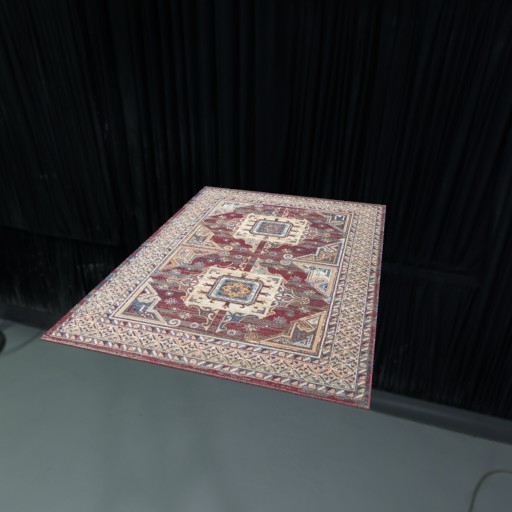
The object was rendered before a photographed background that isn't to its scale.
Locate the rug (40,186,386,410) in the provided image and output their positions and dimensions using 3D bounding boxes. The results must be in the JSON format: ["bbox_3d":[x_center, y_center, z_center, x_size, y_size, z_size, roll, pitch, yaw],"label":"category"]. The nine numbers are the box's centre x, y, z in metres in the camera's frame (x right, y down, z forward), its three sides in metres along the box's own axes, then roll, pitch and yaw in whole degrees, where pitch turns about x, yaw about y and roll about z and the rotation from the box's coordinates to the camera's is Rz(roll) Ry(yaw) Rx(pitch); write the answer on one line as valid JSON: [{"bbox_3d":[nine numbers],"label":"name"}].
[{"bbox_3d":[0.000,0.000,2.935,1.599,0.011,2.210,8,30,14],"label":"rug"}]
